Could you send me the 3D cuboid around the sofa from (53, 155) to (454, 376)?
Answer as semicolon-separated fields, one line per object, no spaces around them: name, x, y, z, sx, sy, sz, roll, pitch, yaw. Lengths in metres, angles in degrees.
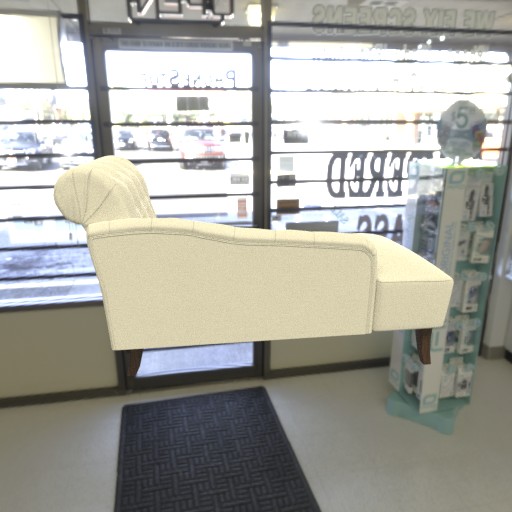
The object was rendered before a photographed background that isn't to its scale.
sofa;0.000;0.000;1.828;1.379;0.787;0.675;-2;17;-8
